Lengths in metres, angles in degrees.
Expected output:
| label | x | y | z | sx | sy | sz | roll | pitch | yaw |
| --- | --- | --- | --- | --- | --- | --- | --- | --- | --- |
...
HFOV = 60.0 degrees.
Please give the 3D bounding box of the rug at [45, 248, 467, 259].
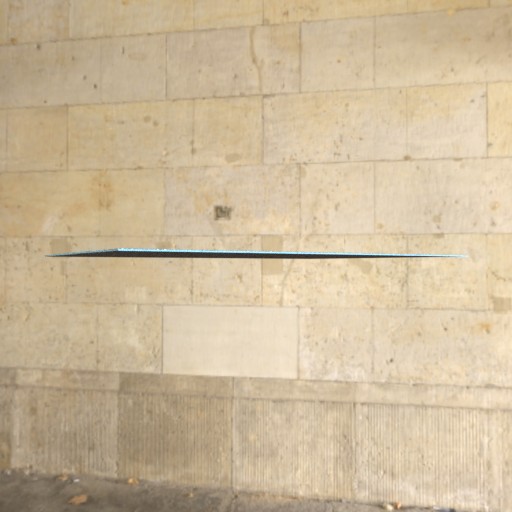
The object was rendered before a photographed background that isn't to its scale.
| label | x | y | z | sx | sy | sz | roll | pitch | yaw |
| --- | --- | --- | --- | --- | --- | --- | --- | --- | --- |
| rug | 0.000 | 0.000 | 2.974 | 2.373 | 0.009 | 1.622 | 1 | -1 | -34 |
